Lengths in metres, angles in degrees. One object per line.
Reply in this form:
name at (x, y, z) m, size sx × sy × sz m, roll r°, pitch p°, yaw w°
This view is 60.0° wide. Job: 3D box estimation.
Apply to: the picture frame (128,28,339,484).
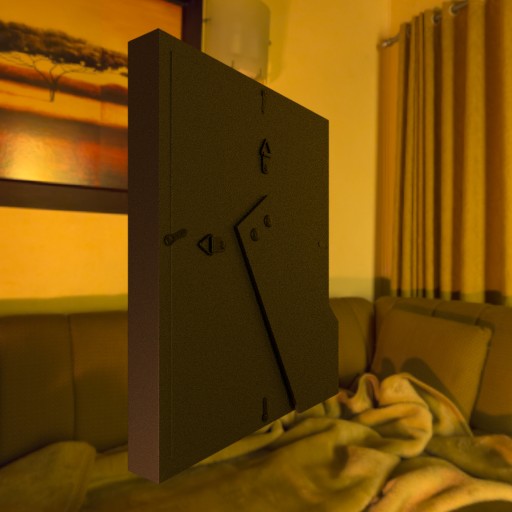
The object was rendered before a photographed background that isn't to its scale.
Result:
picture frame at (0.000, 0.000, 0.375) m, size 0.042 × 0.284 × 0.232 m, roll 0°, pitch 0°, yaw 36°
